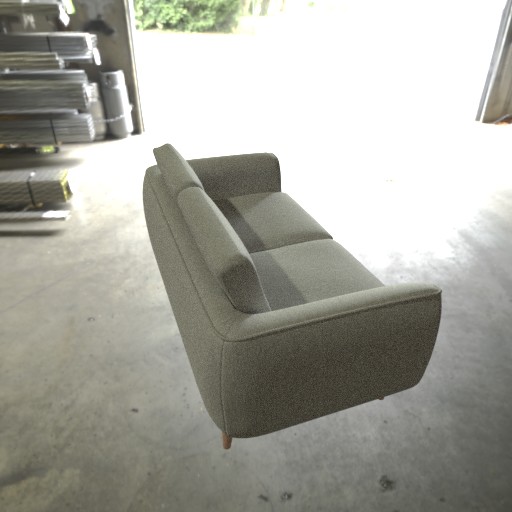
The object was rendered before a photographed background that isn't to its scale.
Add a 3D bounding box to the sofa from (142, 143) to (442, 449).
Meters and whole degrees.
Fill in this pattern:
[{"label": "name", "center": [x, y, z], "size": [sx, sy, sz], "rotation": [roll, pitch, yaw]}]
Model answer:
[{"label": "sofa", "center": [0.000, 0.000, 2.220], "size": [0.920, 0.850, 1.700], "rotation": [-11, 33, -17]}]
